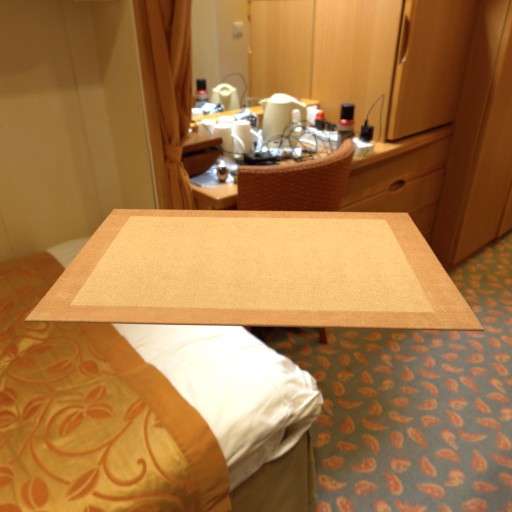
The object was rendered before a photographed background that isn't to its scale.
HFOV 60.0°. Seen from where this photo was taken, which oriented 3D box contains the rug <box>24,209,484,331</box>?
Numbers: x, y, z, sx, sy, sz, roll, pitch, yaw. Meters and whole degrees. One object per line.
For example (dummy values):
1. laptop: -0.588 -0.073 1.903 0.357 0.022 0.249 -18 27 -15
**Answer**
1. rug: 0.000 0.000 3.008 2.438 0.014 1.524 1 29 2
